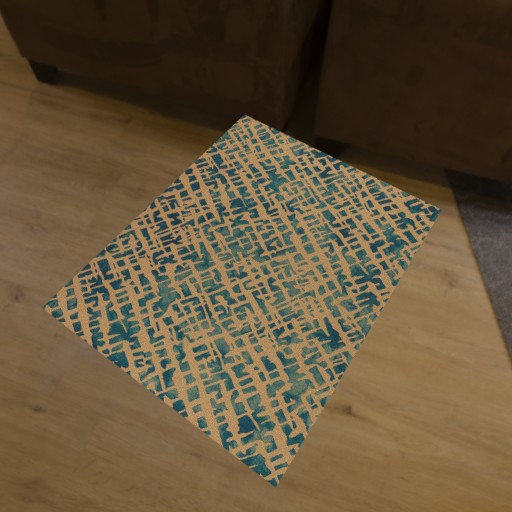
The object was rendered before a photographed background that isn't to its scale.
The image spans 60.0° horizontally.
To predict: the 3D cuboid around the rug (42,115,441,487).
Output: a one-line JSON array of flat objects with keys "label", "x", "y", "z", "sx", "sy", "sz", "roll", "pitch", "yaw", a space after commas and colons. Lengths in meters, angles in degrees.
[{"label": "rug", "x": 0.000, "y": 0.000, "z": 4.130, "sx": 2.435, "sy": 0.007, "sz": 3.007, "roll": 31, "pitch": 63, "yaw": 18}]
